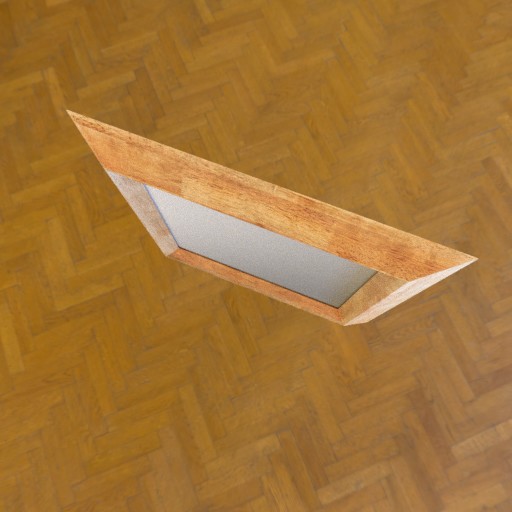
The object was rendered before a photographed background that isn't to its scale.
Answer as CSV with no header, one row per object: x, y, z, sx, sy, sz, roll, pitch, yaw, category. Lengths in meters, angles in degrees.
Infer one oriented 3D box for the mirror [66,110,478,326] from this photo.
0.000,0.000,0.958,0.651,0.651,0.047,21,75,6,mirror
